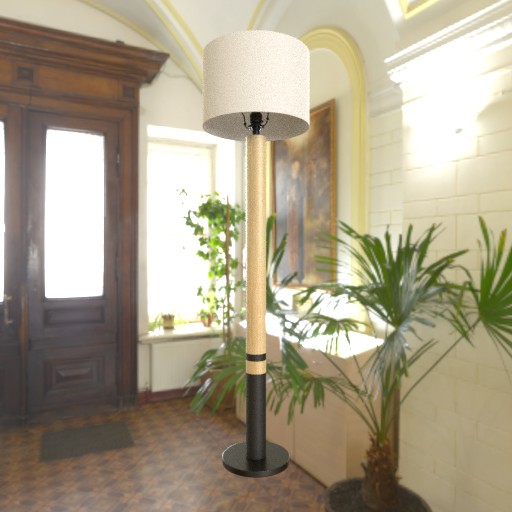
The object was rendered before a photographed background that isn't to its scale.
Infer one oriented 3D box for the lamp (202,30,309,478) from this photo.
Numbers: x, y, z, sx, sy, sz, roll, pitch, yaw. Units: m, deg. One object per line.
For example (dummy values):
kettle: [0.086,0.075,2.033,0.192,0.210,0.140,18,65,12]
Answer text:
lamp: [0.000,0.000,1.595,0.381,1.478,0.381,0,0,17]
